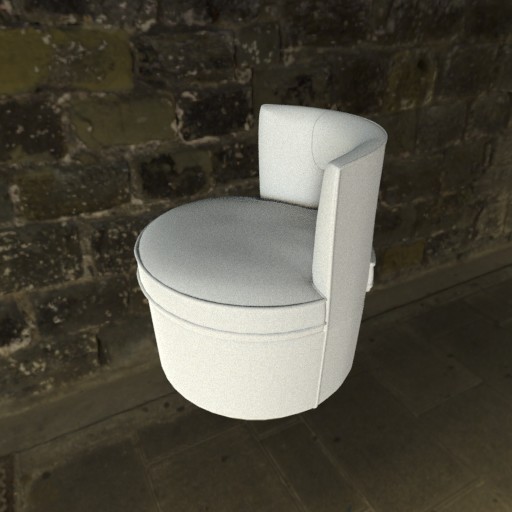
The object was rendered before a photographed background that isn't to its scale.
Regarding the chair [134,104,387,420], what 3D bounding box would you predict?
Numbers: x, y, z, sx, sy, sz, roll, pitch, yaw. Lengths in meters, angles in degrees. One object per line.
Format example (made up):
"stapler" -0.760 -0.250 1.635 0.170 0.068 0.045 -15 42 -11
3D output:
"chair" 0.000 0.000 1.264 0.665 0.723 0.650 -7 31 -12
